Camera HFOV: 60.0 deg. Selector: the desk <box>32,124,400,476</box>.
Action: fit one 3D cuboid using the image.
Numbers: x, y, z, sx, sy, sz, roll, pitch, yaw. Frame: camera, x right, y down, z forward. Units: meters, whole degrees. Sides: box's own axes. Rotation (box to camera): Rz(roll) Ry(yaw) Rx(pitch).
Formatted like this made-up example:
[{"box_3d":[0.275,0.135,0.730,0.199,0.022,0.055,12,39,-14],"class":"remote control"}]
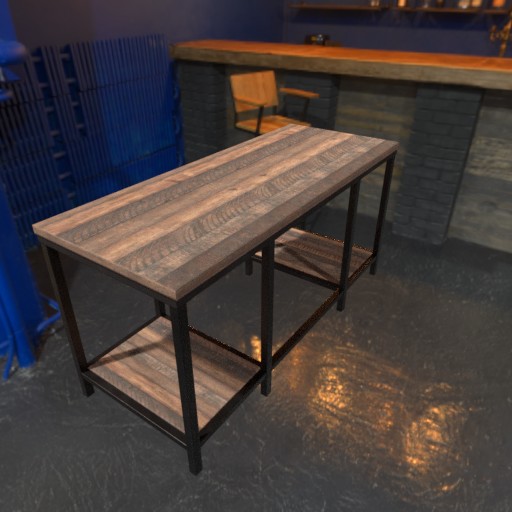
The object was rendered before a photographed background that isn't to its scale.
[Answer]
[{"box_3d":[0.000,0.000,1.958,0.617,0.753,1.538,20,36,30],"class":"desk"}]
